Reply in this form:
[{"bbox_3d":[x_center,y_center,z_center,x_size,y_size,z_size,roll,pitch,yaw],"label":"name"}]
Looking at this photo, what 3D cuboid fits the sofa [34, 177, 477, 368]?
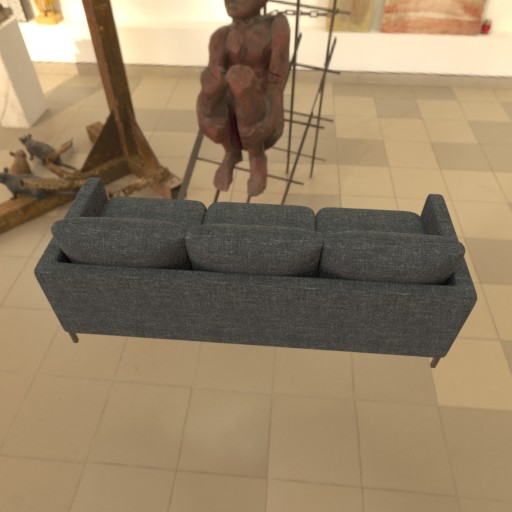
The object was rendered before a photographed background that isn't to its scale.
[{"bbox_3d":[0.000,0.000,2.633,2.218,0.874,0.859,3,46,3],"label":"sofa"}]
